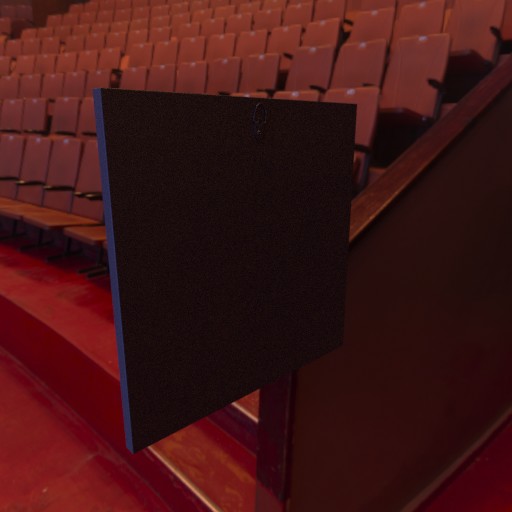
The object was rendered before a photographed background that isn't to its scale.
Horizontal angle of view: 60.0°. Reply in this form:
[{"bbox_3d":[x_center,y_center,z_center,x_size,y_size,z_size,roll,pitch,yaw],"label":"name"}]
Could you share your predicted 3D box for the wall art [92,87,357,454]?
[{"bbox_3d":[0.000,0.000,1.198,0.805,0.807,0.043,-14,21,-40],"label":"wall art"}]
